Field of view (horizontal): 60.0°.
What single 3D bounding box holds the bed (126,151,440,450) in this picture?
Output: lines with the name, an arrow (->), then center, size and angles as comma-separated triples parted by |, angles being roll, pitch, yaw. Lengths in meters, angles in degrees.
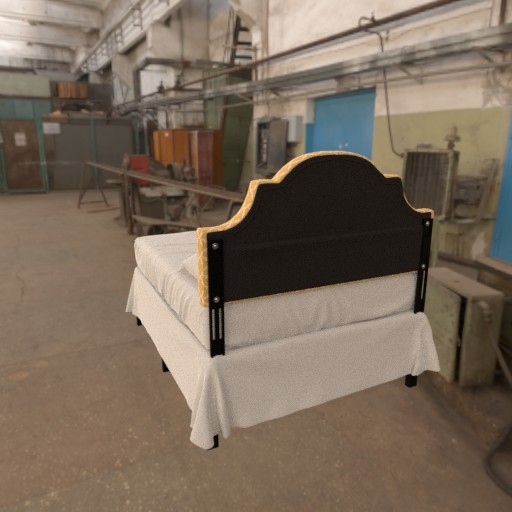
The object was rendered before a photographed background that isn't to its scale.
bed -> 0.000, 0.000, 3.462 | 1.780, 1.633, 2.222 | -7, 16, -25
